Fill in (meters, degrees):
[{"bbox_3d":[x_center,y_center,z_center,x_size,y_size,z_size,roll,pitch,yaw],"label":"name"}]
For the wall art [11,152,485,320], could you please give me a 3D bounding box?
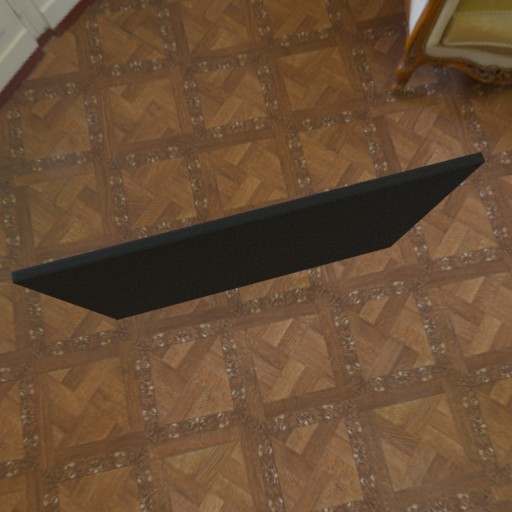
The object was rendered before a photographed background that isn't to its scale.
[{"bbox_3d":[0.000,0.000,1.195,0.964,0.659,0.049,-13,76,-3],"label":"wall art"}]
